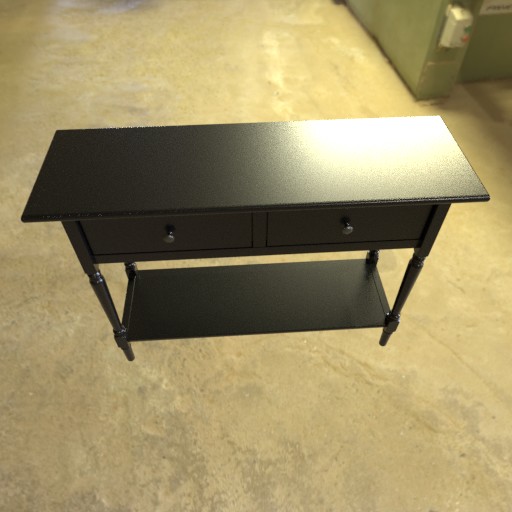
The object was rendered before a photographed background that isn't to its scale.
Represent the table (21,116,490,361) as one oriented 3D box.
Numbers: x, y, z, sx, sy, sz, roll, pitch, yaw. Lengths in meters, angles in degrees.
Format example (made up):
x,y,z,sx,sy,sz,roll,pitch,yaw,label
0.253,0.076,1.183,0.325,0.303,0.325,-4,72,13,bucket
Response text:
x,y,z,sx,sy,sz,roll,pitch,yaw,label
0.000,0.000,1.547,1.191,0.819,0.386,-3,49,-2,table
